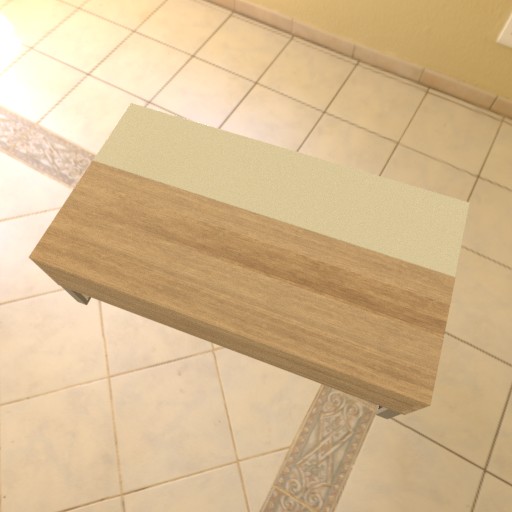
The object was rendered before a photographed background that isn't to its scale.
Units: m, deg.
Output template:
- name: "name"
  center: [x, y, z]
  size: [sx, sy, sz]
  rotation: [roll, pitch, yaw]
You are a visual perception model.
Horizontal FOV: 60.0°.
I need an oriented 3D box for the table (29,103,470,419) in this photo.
- name: "table"
  center: [0.000, 0.000, 1.403]
  size: [1.100, 0.350, 0.600]
  rotation: [19, 66, 9]
